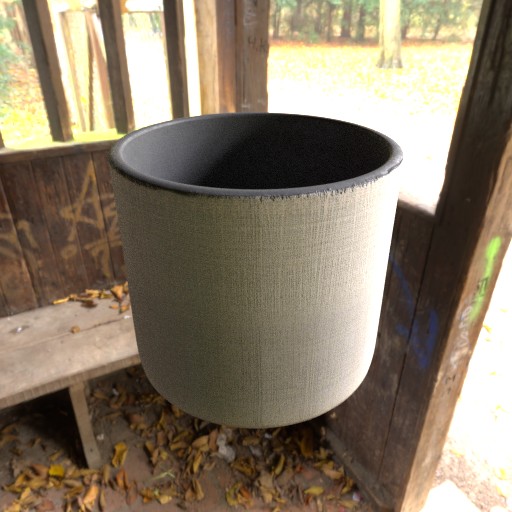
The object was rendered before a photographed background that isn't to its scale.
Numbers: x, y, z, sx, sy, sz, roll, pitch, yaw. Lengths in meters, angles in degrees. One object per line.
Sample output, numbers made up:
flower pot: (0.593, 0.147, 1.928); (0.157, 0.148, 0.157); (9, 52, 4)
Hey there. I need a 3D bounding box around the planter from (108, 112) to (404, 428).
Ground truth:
planter: (0.000, 0.000, 0.386); (0.221, 0.201, 0.221); (0, 30, 0)
